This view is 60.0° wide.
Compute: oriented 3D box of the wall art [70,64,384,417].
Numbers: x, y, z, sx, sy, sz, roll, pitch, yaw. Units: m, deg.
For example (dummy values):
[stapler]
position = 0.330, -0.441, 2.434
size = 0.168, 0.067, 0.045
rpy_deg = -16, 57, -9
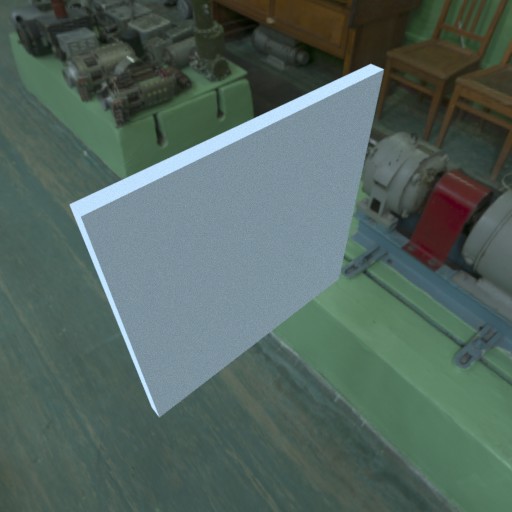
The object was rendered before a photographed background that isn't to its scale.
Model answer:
[wall art]
position = 0.000, 0.000, 0.843
size = 0.559, 0.559, 0.028
rpy_deg = -33, 55, -27
